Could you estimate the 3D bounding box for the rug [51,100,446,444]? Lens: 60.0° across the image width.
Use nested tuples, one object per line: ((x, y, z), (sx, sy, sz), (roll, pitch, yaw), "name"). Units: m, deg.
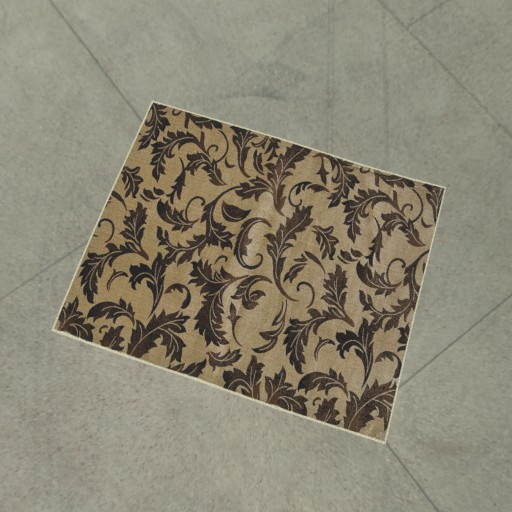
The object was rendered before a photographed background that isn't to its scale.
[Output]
((0.000, 0.000, 3.990), (2.977, 0.008, 2.380), (18, 76, 4), "rug")
